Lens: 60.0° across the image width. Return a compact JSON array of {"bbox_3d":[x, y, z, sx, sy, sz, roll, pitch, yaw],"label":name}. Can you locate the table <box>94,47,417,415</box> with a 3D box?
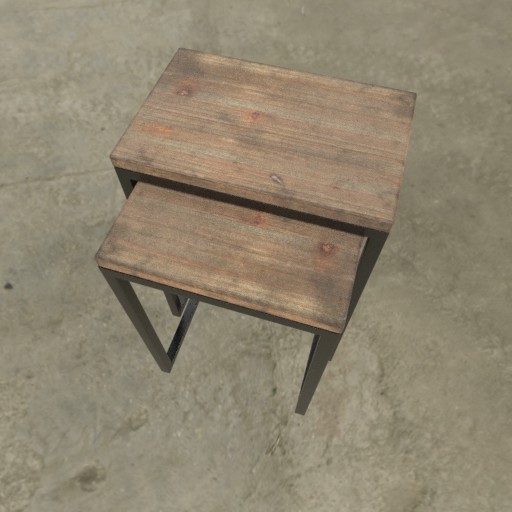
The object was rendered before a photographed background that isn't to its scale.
[{"bbox_3d":[0.000,0.000,0.957,0.456,0.615,0.460,17,60,10],"label":"table"}]
